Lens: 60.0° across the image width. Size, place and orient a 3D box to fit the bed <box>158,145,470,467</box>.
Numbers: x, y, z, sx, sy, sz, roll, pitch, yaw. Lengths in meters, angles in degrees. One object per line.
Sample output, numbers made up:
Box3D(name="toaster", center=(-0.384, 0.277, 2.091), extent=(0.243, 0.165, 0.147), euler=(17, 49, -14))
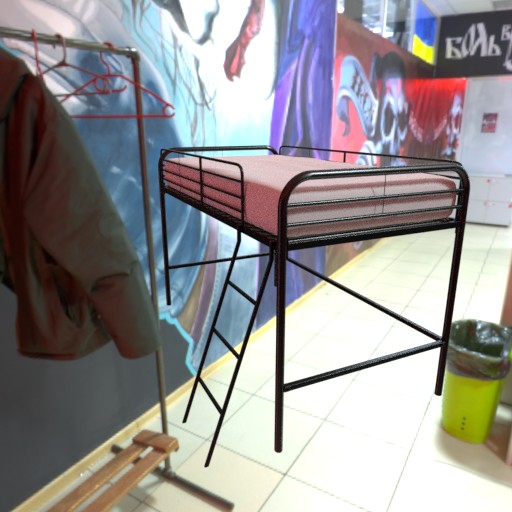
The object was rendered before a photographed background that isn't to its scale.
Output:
Box3D(name="bed", center=(0.000, 0.000, 2.865), extent=(1.393, 1.289, 1.968), euler=(-8, 18, -25))
